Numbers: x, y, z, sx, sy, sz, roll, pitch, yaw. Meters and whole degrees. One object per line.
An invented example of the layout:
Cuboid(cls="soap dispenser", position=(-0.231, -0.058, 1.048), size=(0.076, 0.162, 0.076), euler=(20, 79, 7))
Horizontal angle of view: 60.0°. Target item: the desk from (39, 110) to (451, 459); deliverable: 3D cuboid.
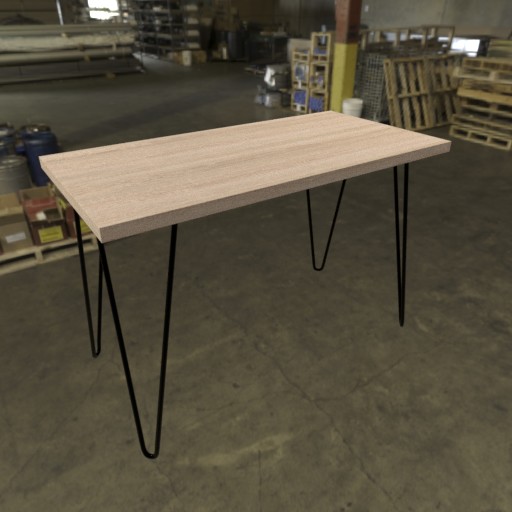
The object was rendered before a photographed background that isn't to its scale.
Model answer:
Cuboid(cls="desk", position=(0.000, 0.000, 1.347), size=(0.991, 0.660, 0.499), euler=(-19, 34, -29))
